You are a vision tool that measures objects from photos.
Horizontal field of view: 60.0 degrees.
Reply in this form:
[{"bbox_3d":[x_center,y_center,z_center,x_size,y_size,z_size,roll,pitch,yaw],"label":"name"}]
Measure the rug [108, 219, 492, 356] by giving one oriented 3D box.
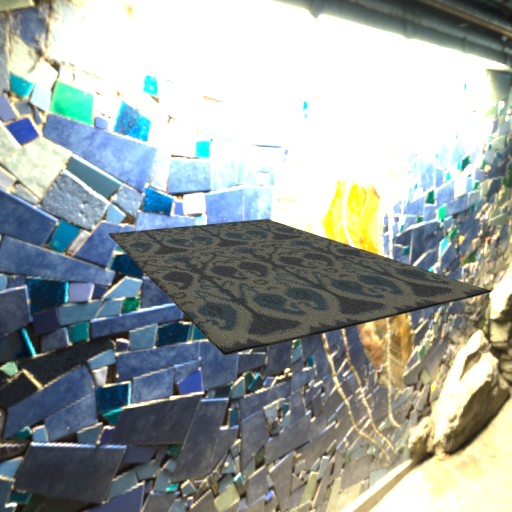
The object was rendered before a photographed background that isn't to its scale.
[{"bbox_3d":[0.000,0.000,2.109,1.072,0.013,1.698,-8,17,-27],"label":"rug"}]
